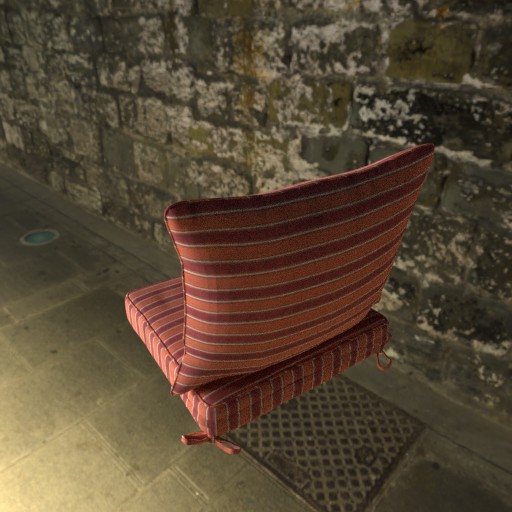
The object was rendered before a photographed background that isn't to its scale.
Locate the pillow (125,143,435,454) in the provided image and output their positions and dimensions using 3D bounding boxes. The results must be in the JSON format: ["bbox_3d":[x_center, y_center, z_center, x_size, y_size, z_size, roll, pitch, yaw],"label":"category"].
[{"bbox_3d":[0.000,0.000,1.388,0.799,0.723,0.733,-18,34,-29],"label":"pillow"}]
